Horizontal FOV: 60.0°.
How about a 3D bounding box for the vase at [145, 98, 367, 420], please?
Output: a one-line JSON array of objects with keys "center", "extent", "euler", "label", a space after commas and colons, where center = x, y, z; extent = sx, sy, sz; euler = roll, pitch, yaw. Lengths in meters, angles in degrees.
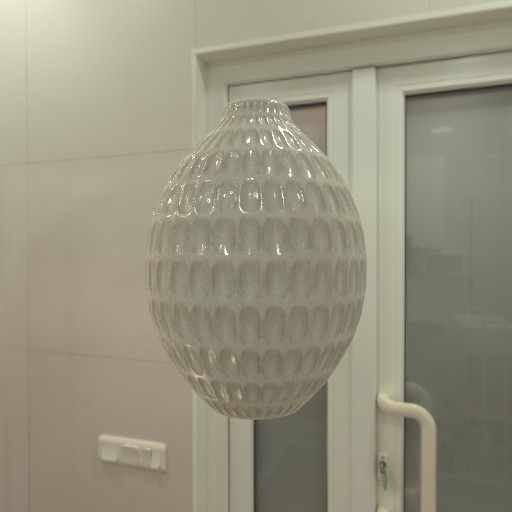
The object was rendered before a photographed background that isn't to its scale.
[{"center": [0.000, 0.000, 0.334], "extent": [0.162, 0.223, 0.162], "euler": [0, 1, 0], "label": "vase"}]
